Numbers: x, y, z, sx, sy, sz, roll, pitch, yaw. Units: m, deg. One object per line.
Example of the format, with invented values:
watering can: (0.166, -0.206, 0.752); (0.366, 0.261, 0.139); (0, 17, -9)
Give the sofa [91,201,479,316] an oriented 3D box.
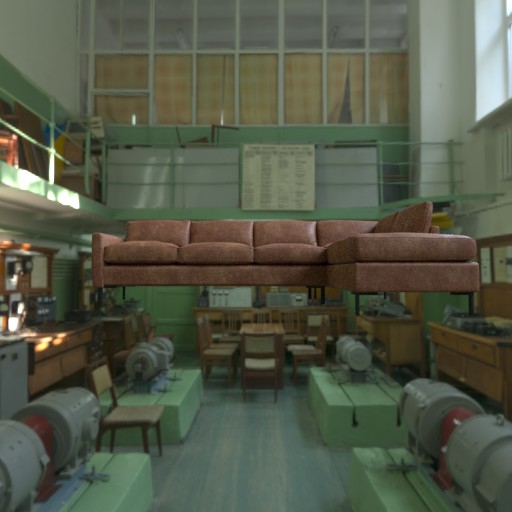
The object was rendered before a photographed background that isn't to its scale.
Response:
sofa: (0.000, 0.000, 3.918); (2.984, 0.877, 1.938); (0, -2, -1)
